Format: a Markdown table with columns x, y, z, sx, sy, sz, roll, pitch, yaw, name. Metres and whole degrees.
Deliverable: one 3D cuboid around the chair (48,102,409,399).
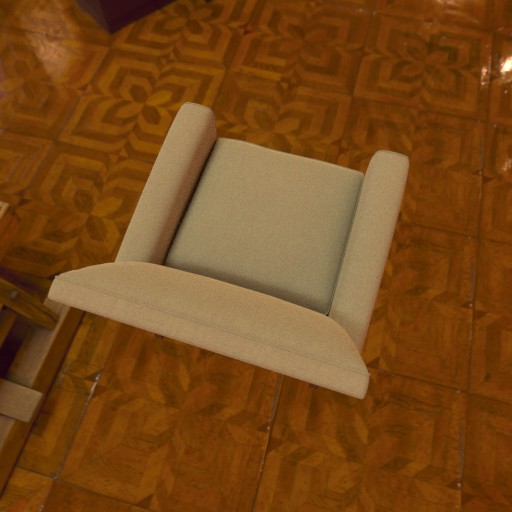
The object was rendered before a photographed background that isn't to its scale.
| x | y | z | sx | sy | sz | roll | pitch | yaw | name |
| --- | --- | --- | --- | --- | --- | --- | --- | --- | --- |
| 0.000 | 0.000 | 1.541 | 0.840 | 0.846 | 0.871 | 16 | 66 | 7 | chair |
